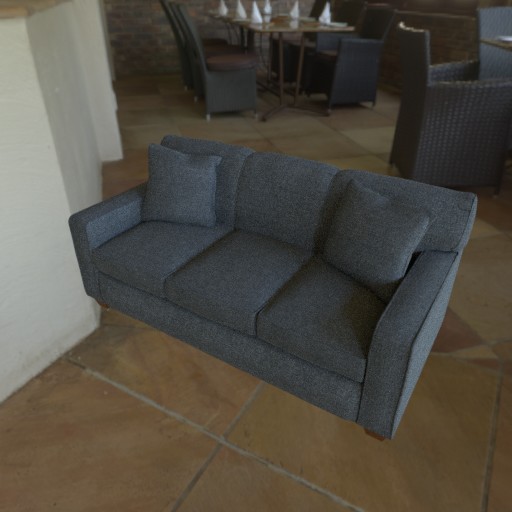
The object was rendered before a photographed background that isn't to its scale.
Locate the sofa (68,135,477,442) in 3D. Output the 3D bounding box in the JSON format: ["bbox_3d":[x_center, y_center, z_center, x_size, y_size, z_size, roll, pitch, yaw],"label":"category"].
[{"bbox_3d":[0.000,0.000,2.517,2.024,0.958,0.997,18,36,27],"label":"sofa"}]
